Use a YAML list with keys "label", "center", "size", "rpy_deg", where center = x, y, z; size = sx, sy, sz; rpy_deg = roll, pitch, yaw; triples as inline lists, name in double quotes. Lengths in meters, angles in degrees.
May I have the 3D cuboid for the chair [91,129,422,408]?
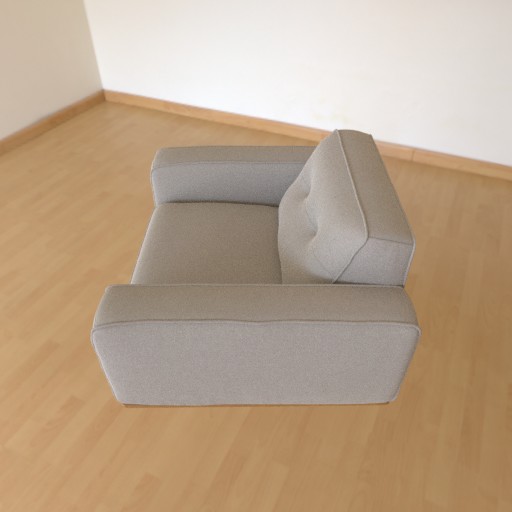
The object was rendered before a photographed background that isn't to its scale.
- label: "chair"
  center: [0.000, 0.000, 1.755]
  size: [0.953, 0.779, 1.115]
  rpy_deg: [0, 41, 0]
